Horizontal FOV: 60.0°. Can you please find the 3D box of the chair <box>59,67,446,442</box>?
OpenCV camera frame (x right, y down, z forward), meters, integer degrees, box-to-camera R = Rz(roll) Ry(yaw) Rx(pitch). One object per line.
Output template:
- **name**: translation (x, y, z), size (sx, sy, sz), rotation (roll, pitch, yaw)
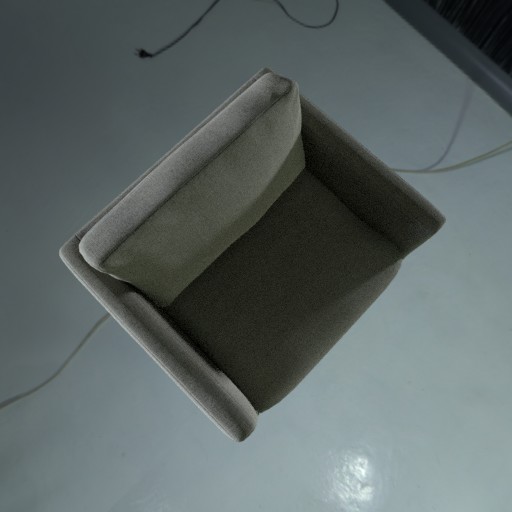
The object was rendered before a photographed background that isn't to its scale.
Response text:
- **chair**: translation (0.000, 0.000, 1.839), size (0.959, 0.963, 1.107), rotation (44, 80, 10)
